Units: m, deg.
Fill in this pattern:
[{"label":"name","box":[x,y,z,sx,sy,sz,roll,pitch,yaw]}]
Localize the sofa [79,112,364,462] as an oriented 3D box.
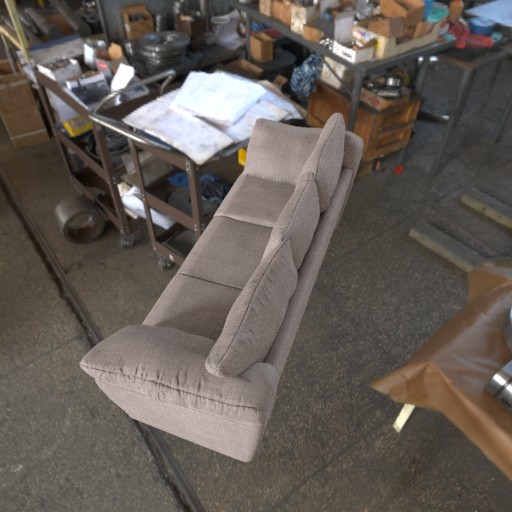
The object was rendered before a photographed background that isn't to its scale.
[{"label":"sofa","box":[0.000,0.000,2.811,0.878,0.996,2.334,15,48,14]}]
